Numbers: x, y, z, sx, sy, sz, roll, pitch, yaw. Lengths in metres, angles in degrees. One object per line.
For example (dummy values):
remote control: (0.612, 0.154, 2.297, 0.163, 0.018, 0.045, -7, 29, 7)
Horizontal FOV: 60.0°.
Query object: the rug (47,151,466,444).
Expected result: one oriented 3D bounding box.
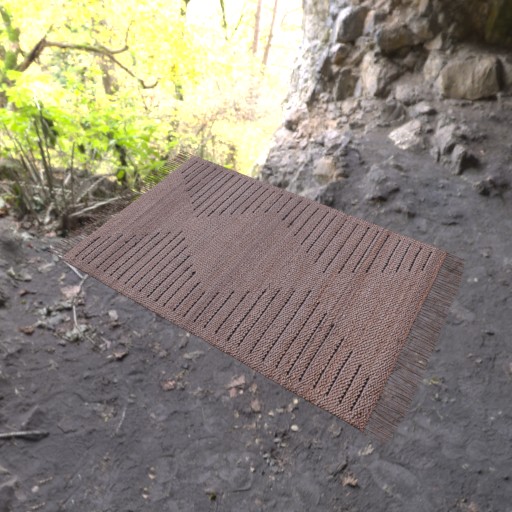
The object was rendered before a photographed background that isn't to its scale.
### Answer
rug: (0.000, 0.000, 2.509, 2.085, 0.027, 1.224, 25, 51, 22)
